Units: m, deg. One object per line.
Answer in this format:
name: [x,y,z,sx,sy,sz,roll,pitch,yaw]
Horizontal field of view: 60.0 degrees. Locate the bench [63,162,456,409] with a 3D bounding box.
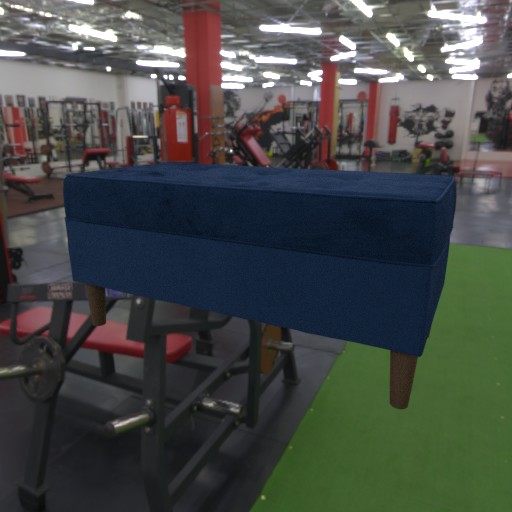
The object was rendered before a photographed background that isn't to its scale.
bench: [0.000,0.000,1.286,1.010,0.467,0.489,8,19,26]
